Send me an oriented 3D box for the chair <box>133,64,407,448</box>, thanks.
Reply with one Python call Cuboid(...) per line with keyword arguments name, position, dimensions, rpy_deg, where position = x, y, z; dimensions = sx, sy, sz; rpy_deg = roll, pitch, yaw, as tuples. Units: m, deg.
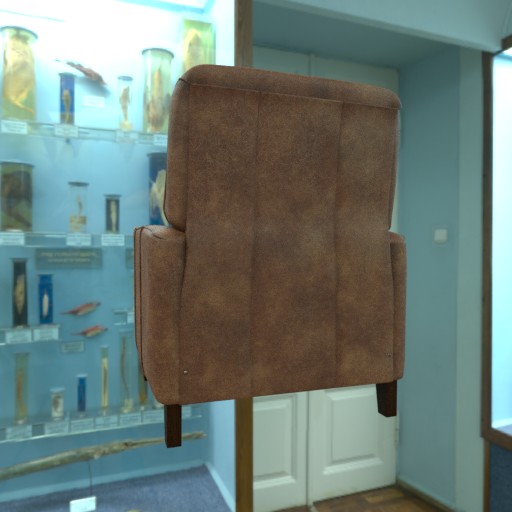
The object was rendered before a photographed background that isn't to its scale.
Cuboid(name="chair", position=(0.000, 0.000, 1.629), dimensions=(0.843, 1.043, 0.836), rpy_deg=(0, 1, -19))
